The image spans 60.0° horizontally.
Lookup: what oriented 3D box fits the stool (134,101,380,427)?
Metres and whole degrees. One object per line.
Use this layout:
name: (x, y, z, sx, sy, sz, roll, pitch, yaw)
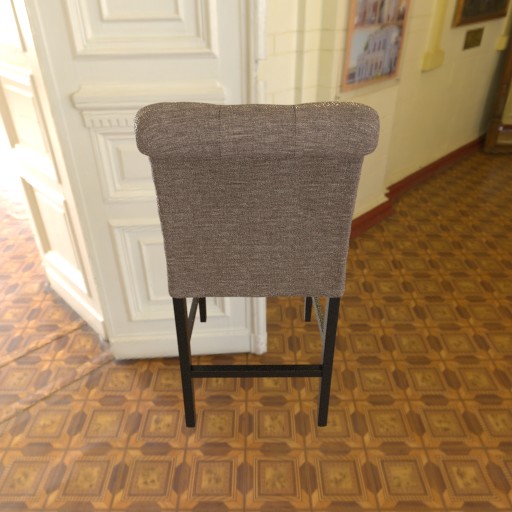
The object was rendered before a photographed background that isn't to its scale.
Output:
stool: (0.000, 0.000, 1.273, 0.457, 0.970, 0.611, 0, 33, 0)
